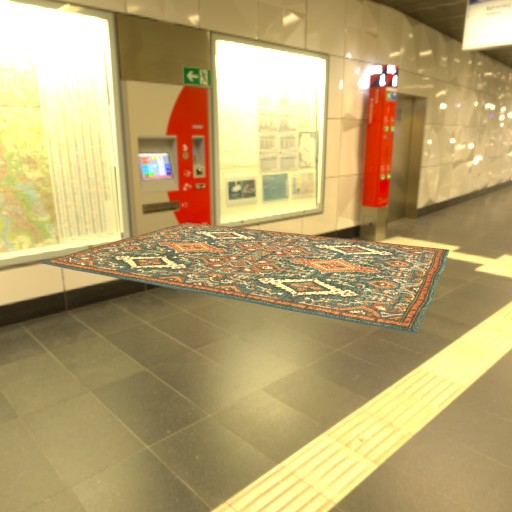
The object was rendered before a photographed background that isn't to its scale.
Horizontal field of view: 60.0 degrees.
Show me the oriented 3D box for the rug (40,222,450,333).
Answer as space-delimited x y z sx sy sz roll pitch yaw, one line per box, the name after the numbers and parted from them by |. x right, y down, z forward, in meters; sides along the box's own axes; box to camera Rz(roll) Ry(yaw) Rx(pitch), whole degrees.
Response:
0.000 0.000 3.061 2.373 0.009 1.622 8 17 26 | rug
